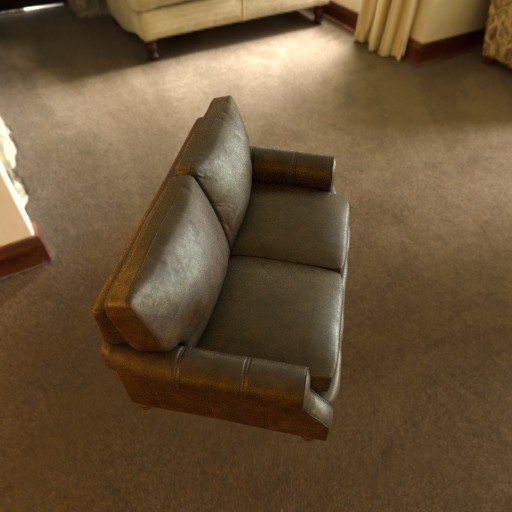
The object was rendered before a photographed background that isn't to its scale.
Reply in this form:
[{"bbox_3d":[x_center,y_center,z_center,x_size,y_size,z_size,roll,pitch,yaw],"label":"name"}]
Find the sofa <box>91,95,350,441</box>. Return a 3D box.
[{"bbox_3d":[0.000,0.000,2.271,0.990,0.976,1.616,8,47,8],"label":"sofa"}]
